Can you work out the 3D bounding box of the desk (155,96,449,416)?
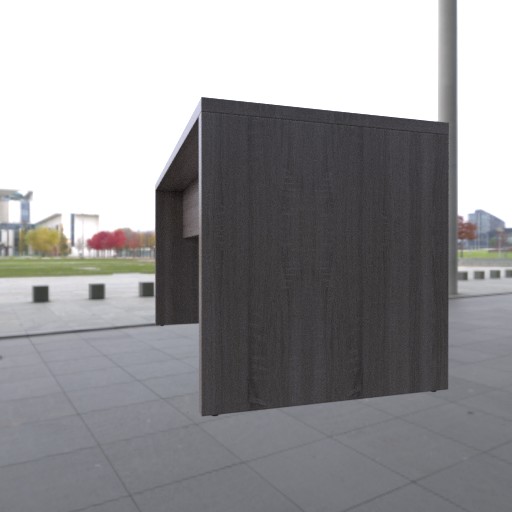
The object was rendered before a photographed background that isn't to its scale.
[{"bbox_3d":[0.000,0.000,1.783,0.690,0.745,1.380,0,0,-17],"label":"desk"}]
